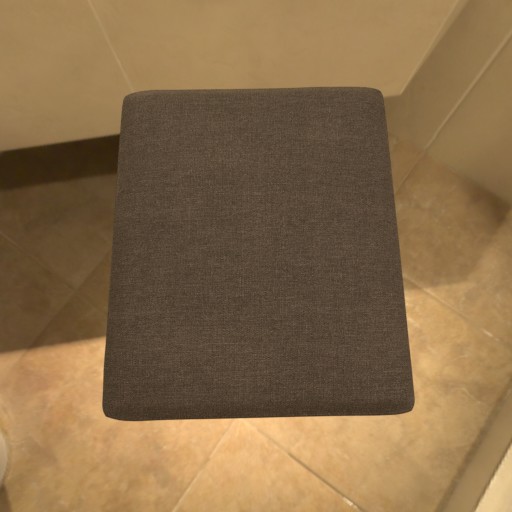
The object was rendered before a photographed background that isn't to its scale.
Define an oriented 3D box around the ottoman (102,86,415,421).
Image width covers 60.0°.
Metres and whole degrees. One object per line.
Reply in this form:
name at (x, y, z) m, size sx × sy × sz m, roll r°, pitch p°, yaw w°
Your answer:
ottoman at (0.000, 0.000, 1.225) m, size 0.693 × 0.474 × 0.821 m, roll -1°, pitch 75°, yaw 0°
